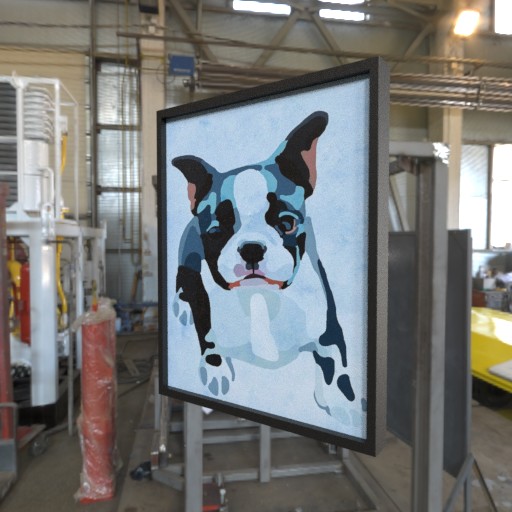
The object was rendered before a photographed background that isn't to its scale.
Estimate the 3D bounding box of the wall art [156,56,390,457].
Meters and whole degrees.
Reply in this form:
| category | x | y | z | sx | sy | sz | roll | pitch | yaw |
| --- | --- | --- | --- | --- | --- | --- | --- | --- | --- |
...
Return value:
| category | x | y | z | sx | sy | sz | roll | pitch | yaw |
| --- | --- | --- | --- | --- | --- | --- | --- | --- | --- |
| wall art | 0.000 | 0.000 | 0.504 | 0.294 | 0.369 | 0.030 | 1 | 2 | 35 |
